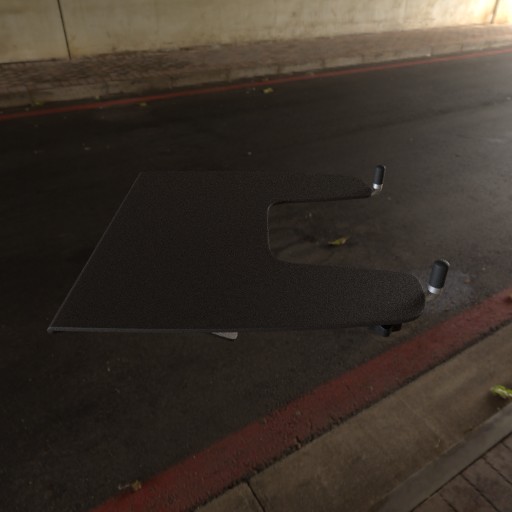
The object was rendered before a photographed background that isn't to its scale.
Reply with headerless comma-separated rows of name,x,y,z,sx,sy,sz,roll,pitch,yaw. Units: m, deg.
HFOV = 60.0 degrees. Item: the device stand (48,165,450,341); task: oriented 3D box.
device stand,0.000,0.000,0.353,0.230,0.092,0.230,0,32,0
